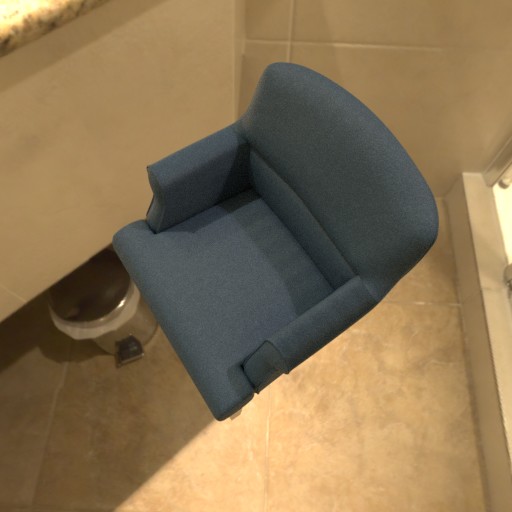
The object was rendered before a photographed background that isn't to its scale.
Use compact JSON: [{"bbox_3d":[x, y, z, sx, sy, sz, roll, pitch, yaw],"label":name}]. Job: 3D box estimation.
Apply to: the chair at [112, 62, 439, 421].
[{"bbox_3d":[0.000,0.000,1.451,0.754,0.878,0.770,-31,69,-14],"label":"chair"}]
